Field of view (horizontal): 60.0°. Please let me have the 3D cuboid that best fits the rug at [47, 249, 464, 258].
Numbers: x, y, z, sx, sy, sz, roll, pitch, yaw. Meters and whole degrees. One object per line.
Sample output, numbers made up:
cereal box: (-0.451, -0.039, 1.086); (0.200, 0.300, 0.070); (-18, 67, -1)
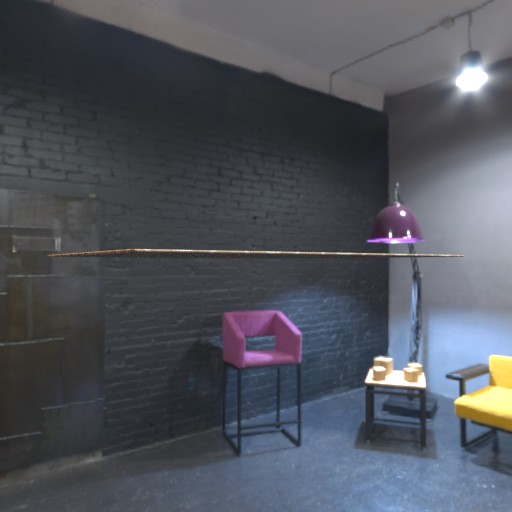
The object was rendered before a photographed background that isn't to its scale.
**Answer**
rug: (0.000, 0.000, 2.781); (2.134, 0.010, 1.524); (1, -1, -36)
